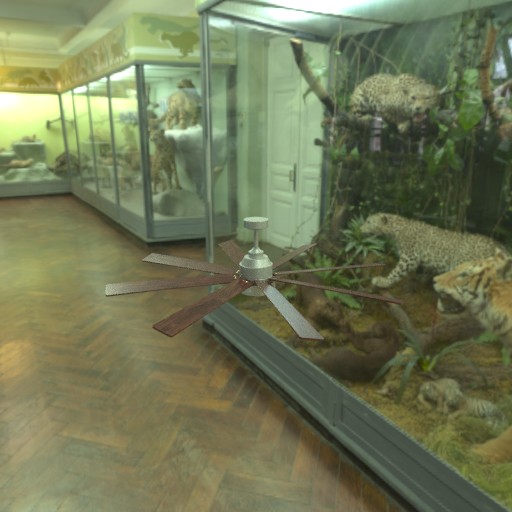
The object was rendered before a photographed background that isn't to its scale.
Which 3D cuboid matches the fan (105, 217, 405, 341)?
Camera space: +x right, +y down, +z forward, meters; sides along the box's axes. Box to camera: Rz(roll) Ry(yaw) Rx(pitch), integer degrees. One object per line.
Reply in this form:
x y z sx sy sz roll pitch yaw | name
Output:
0.000 0.000 2.798 1.830 0.472 1.830 9 18 28 | fan
